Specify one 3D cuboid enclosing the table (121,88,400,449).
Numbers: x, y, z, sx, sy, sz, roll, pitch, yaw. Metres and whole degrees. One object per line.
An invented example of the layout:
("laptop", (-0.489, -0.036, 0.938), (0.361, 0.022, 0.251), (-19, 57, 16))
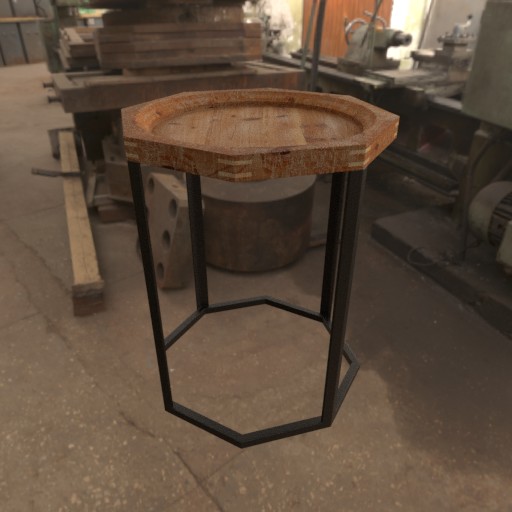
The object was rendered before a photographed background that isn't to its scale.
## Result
("table", (0.000, 0.000, 0.861), (0.458, 0.543, 0.458), (-22, 37, -32))
